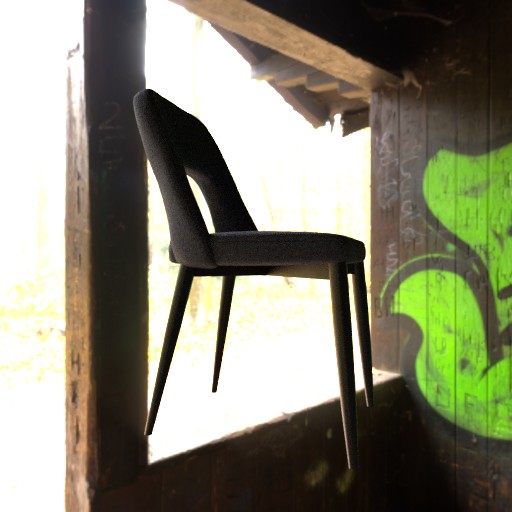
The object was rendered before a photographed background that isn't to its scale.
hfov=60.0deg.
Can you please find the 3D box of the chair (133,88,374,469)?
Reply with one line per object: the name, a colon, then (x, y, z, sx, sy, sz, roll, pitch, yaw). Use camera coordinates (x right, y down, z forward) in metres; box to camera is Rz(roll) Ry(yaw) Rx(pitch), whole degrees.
chair: (0.000, 0.000, 1.248, 0.612, 0.931, 0.470, 0, 0, 19)
